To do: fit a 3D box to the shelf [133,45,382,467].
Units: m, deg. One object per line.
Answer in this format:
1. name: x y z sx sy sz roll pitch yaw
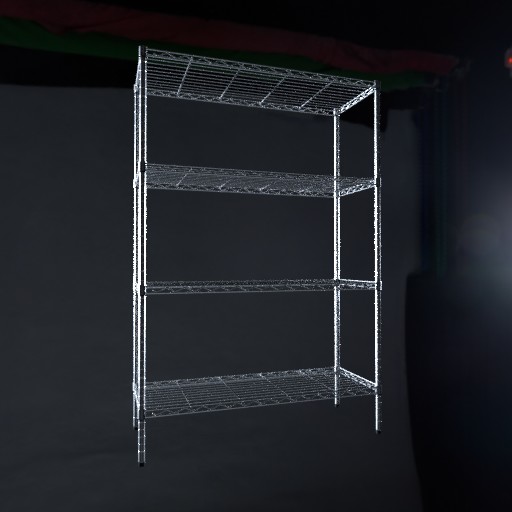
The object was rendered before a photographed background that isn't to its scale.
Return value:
1. shelf: 0.000 0.000 1.730 0.907 1.360 0.352 0 -1 -18
